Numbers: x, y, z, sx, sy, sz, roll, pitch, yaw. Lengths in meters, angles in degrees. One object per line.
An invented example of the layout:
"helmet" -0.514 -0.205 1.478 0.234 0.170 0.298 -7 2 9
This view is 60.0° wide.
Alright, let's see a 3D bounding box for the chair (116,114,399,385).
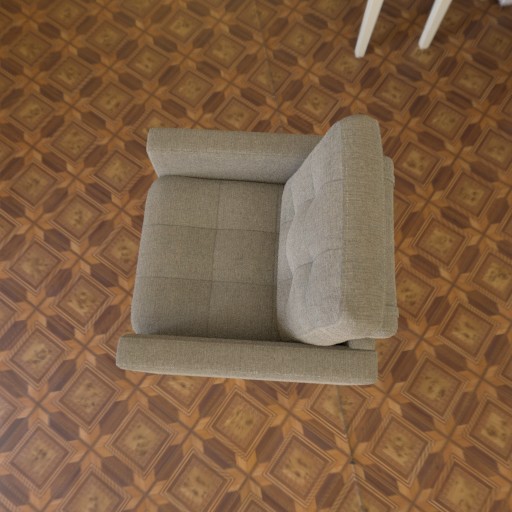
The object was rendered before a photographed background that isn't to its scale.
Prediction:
"chair" 0.000 0.000 1.537 0.843 0.880 0.821 3 74 1
